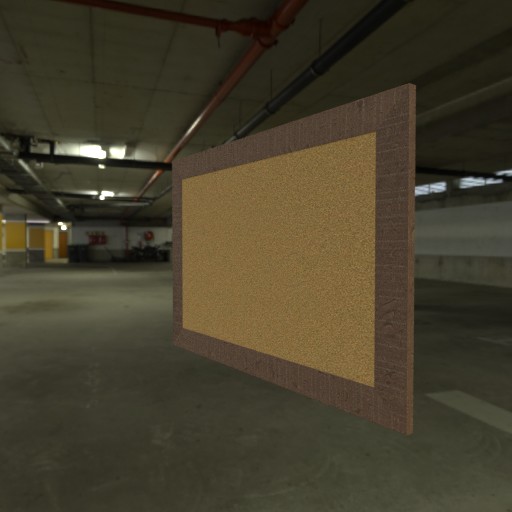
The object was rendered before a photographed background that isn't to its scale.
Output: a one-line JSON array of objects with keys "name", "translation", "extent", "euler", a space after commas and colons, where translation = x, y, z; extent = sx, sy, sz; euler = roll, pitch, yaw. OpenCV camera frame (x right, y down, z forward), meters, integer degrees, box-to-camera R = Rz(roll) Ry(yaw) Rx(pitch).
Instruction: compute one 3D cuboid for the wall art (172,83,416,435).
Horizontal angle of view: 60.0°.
[{"name": "wall art", "translation": [0.000, 0.000, 1.158], "extent": [0.019, 0.626, 0.917], "euler": [-1, 2, -37]}]
